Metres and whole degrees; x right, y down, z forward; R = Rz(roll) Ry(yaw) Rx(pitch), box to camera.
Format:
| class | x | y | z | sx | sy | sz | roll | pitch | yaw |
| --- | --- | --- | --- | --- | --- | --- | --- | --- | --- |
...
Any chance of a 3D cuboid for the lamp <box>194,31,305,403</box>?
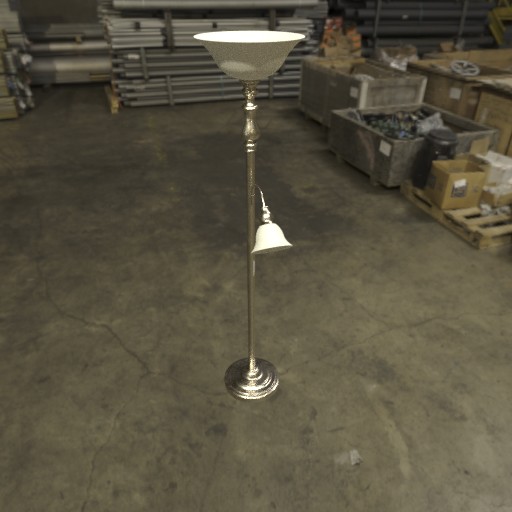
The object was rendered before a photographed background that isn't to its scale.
| class | x | y | z | sx | sy | sz | roll | pitch | yaw |
| --- | --- | --- | --- | --- | --- | --- | --- | --- | --- |
| lamp | 0.000 | 0.000 | 2.014 | 0.405 | 1.785 | 0.575 | -9 | 32 | -14 |
